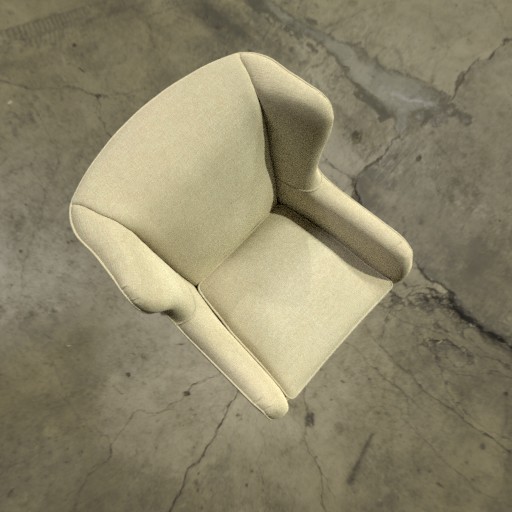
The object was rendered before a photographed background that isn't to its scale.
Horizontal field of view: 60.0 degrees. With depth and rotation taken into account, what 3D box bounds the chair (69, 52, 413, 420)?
[{"bbox_3d":[0.000,0.000,1.725,0.966,1.040,0.838,42,80,10],"label":"chair"}]
